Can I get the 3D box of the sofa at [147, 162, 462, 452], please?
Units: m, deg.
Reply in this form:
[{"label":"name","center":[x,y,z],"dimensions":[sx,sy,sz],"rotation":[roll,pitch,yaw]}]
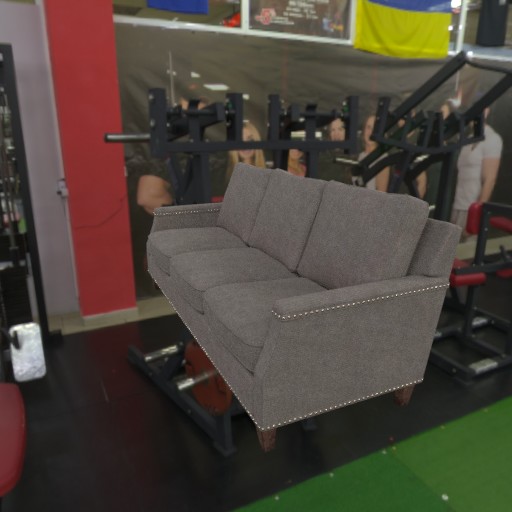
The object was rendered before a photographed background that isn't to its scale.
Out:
[{"label":"sofa","center":[0.000,0.000,2.838],"dimensions":[1.034,1.042,2.226],"rotation":[-8,19,-24]}]
